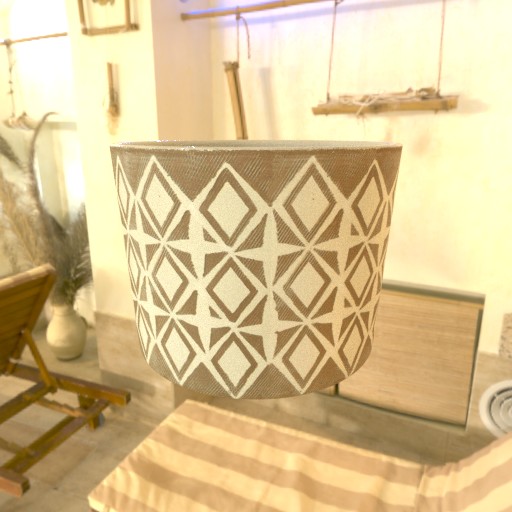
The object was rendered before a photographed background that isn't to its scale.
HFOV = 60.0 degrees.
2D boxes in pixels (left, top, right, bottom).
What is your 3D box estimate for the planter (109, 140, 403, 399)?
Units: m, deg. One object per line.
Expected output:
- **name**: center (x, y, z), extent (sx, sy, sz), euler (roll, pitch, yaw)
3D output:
- **planter**: center (0.000, 0.000, 0.442), extent (0.260, 0.220, 0.260), euler (0, 16, 0)
